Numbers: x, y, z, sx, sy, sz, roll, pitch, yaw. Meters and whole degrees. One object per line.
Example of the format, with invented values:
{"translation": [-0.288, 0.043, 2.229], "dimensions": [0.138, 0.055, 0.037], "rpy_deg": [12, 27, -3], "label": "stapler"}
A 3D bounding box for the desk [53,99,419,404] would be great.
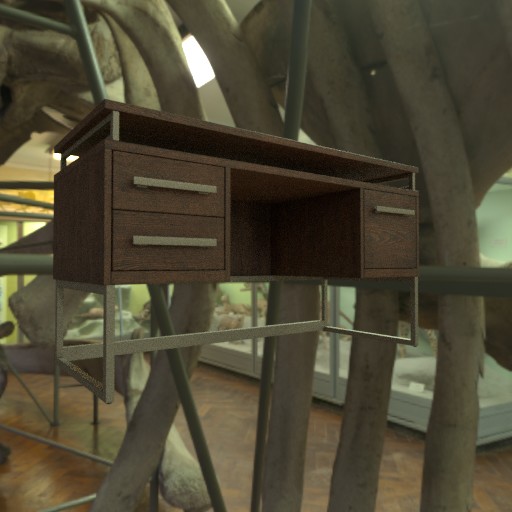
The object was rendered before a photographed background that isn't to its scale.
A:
{"translation": [0.000, 0.000, 1.776], "dimensions": [1.384, 0.792, 0.610], "rpy_deg": [1, -1, -36], "label": "desk"}
